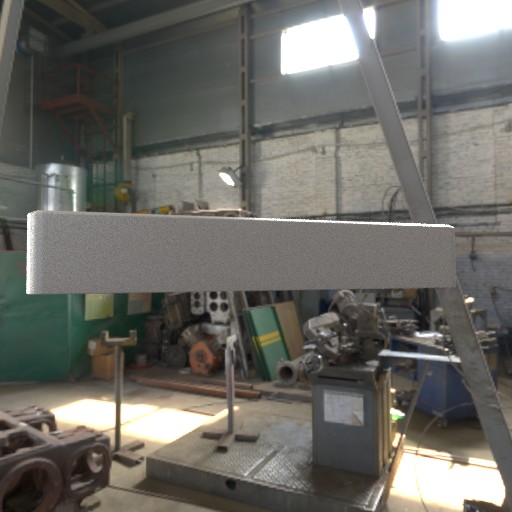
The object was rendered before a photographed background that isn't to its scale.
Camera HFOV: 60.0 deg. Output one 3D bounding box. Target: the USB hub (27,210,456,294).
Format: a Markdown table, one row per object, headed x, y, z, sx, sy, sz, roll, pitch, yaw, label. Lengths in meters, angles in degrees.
| x | y | z | sx | sy | sz | roll | pitch | yaw | label |
| --- | --- | --- | --- | --- | --- | --- | --- | --- | --- |
| 0.000 | 0.000 | 0.162 | 0.145 | 0.023 | 0.044 | 0 | -2 | -18 | USB hub |
